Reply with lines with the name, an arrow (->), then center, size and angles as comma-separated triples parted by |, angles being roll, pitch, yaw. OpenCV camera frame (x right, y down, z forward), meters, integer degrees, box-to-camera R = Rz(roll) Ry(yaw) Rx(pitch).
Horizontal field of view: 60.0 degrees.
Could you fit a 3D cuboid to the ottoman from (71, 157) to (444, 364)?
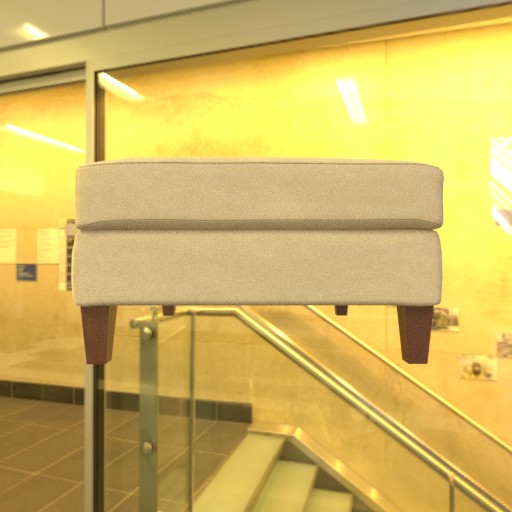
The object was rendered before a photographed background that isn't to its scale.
ottoman -> 0.000, 0.000, 1.443 | 0.836, 0.492, 1.002 | 0, 0, 0
